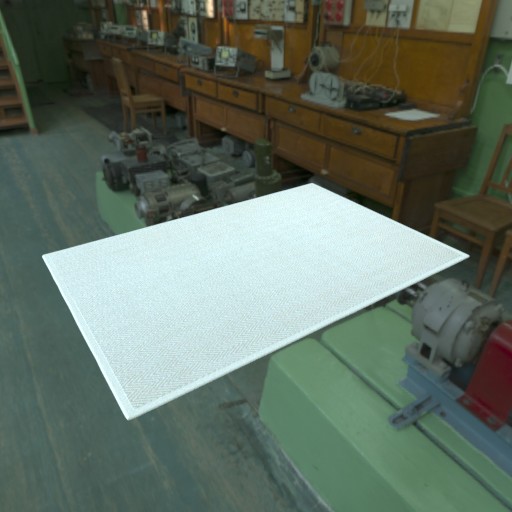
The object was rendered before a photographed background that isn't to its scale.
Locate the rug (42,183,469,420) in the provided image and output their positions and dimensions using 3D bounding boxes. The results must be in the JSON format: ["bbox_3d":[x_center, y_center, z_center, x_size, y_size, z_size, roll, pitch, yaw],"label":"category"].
[{"bbox_3d":[0.000,0.000,2.807,2.244,0.017,1.532,-19,35,-29],"label":"rug"}]
